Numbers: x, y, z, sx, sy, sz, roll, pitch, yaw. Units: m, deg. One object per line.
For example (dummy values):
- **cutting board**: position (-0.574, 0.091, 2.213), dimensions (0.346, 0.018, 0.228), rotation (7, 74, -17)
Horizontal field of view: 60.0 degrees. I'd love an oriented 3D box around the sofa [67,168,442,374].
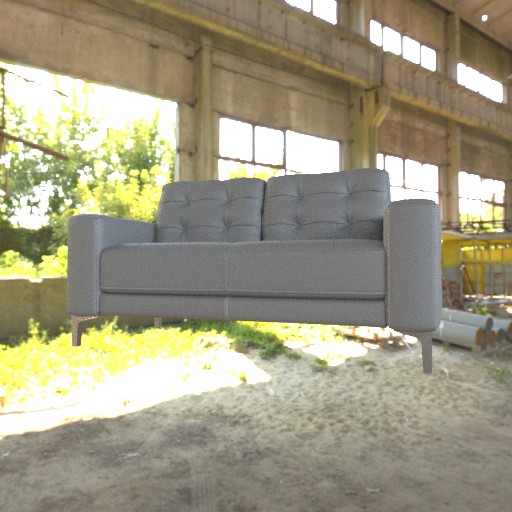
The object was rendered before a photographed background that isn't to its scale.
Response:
- **sofa**: position (0.000, 0.000, 2.274), dimensions (1.726, 0.892, 0.833), rotation (0, -1, 19)
